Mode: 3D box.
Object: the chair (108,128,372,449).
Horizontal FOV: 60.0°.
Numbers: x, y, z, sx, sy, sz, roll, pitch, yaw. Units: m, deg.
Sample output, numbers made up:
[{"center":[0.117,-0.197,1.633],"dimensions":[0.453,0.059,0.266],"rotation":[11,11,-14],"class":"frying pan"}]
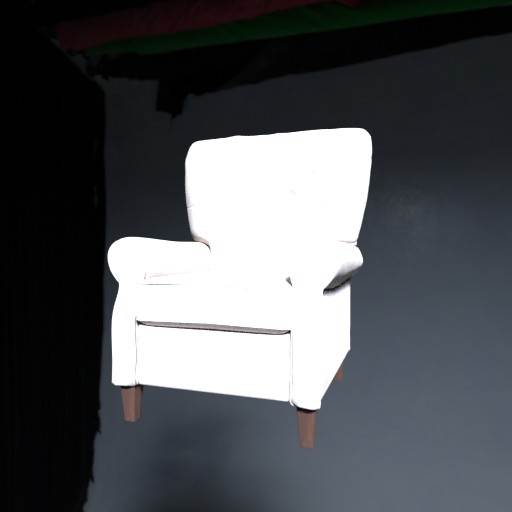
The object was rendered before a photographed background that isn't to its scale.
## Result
[{"center":[0.000,0.000,1.949],"dimensions":[0.942,1.209,1.025],"rotation":[1,2,19],"class":"chair"}]
